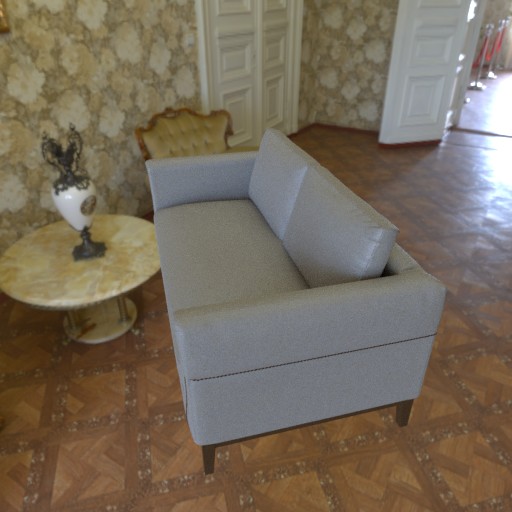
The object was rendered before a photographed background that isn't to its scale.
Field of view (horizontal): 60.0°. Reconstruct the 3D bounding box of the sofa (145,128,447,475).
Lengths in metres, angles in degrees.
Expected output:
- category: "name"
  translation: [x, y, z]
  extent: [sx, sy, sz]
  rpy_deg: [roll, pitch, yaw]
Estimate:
- category: "sofa"
  translation: [0.000, 0.000, 2.125]
  extent: [0.899, 0.873, 1.598]
  rpy_deg: [-8, 31, -13]
